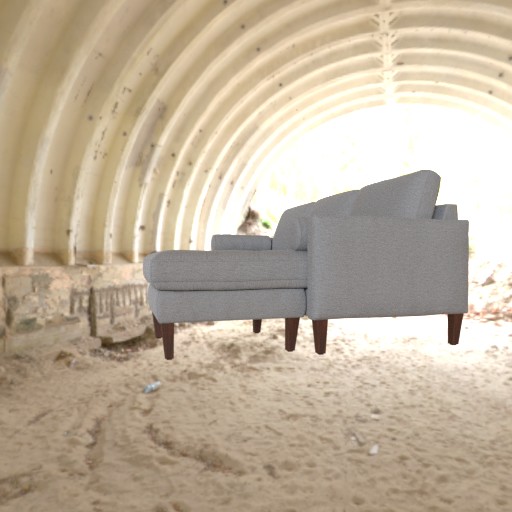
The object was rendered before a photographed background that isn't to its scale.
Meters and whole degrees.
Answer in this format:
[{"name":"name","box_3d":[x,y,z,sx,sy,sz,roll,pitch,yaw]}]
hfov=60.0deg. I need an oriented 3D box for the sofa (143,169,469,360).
[{"name":"sofa","box_3d":[0.000,0.000,2.951,1.506,0.875,2.178,0,0,-17]}]
